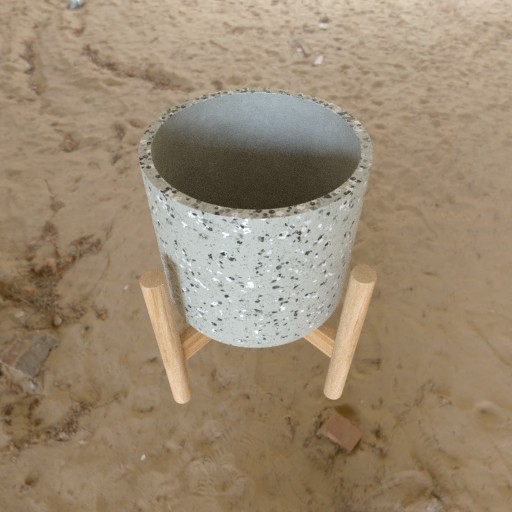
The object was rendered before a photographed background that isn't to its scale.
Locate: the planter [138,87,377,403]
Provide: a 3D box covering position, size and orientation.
[{"bbox_3d":[0.000,0.000,0.541,0.284,0.320,0.284,-18,49,-16],"label":"planter"}]
